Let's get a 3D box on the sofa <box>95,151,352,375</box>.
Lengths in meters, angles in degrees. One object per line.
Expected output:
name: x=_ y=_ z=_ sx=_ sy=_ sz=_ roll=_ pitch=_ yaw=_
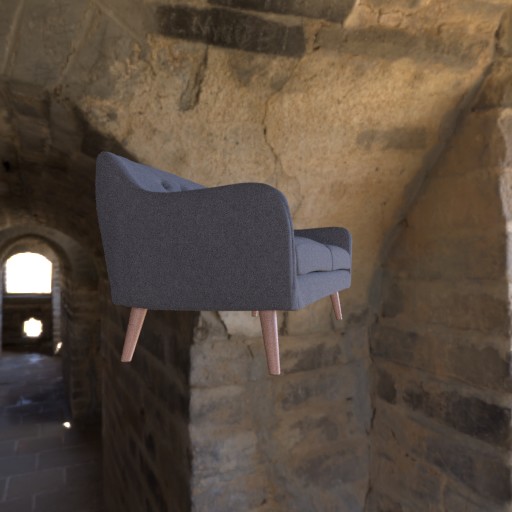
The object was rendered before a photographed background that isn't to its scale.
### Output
sofa: x=0.000 y=0.000 z=2.318 sx=0.820 sy=0.820 sz=1.840 roll=0 pitch=-1 yaw=19
